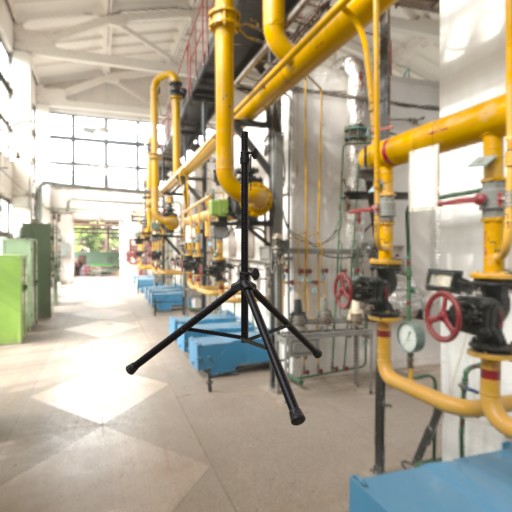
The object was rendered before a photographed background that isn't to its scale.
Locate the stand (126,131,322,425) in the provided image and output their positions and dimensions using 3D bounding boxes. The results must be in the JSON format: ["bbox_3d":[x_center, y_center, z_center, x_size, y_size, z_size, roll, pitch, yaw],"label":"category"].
[{"bbox_3d":[0.000,0.000,1.890,1.045,1.136,0.907,0,0,-18],"label":"stand"}]
